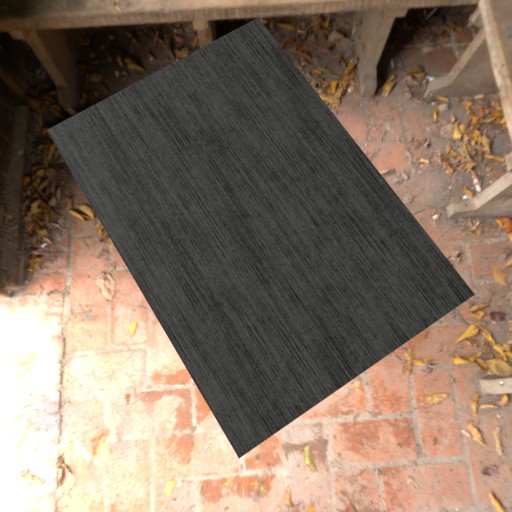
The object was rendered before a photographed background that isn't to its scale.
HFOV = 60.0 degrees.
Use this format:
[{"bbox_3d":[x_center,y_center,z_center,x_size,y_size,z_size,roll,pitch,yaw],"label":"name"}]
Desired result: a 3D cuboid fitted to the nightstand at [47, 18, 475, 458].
[{"bbox_3d":[0.000,0.000,0.739,0.325,0.460,0.441,-32,77,-8],"label":"nightstand"}]
